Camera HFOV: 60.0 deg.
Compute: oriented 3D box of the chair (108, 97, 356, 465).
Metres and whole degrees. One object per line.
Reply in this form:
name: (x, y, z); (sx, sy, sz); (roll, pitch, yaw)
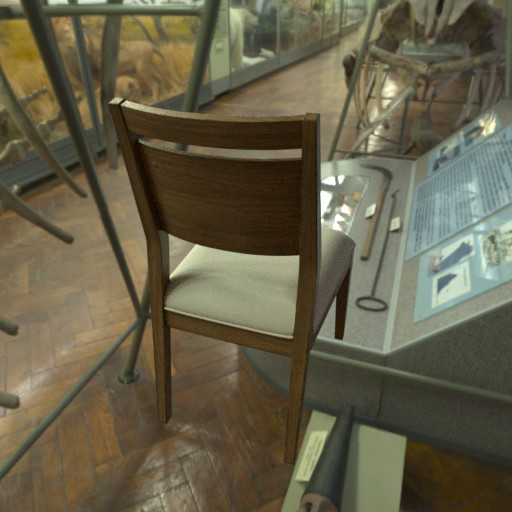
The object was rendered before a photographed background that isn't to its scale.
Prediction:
chair: (0.000, 0.000, 1.277); (0.497, 0.939, 0.610); (10, 32, 17)
